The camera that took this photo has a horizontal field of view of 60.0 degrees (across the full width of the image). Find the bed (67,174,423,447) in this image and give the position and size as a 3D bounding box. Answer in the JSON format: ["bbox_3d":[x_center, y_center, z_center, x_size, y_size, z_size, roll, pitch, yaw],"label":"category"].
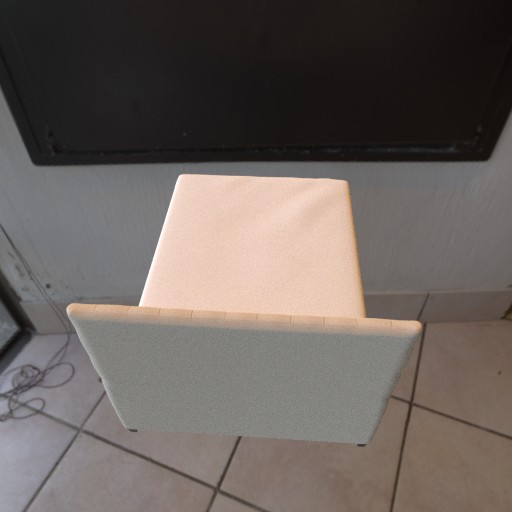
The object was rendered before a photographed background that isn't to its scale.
[{"bbox_3d":[0.000,0.000,3.325,1.696,1.426,2.233,3,46,3],"label":"bed"}]
